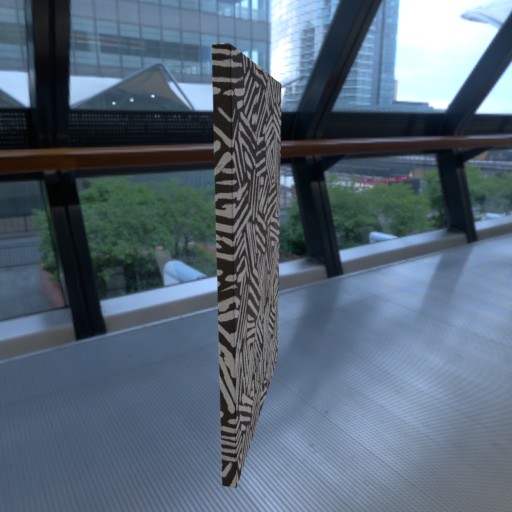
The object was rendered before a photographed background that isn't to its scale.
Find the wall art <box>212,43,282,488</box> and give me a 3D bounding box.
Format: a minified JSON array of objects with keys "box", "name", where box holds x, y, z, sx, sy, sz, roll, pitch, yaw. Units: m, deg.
[{"box":[0.000,0.000,1.170,0.035,0.918,0.615,3,15,11],"name":"wall art"}]
